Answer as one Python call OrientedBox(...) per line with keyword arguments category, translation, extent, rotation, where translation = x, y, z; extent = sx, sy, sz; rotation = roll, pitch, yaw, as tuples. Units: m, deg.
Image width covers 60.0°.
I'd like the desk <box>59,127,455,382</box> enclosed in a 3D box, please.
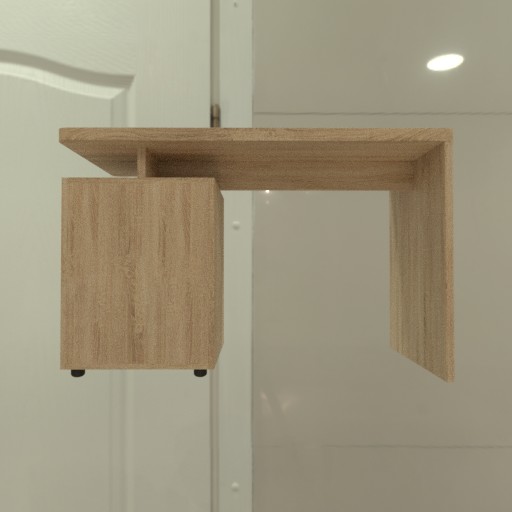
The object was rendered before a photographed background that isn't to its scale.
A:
OrientedBox(category="desk", translation=(0.000, 0.000, 1.596), extent=(1.200, 0.760, 0.550), rotation=(0, -1, 0))
